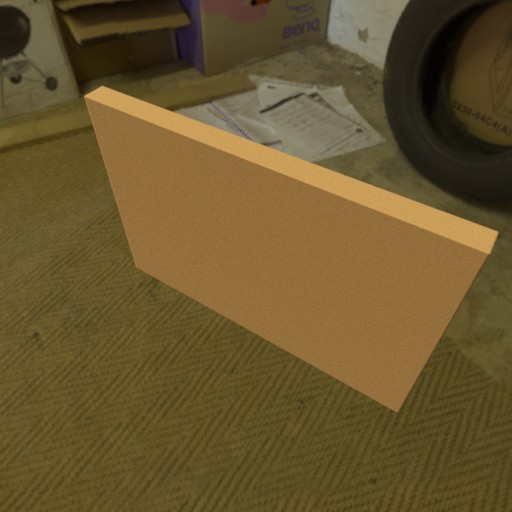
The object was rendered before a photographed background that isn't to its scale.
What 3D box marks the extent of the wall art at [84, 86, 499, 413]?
[{"bbox_3d":[0.000,0.000,0.737,0.609,0.407,0.039,26,53,21],"label":"wall art"}]
